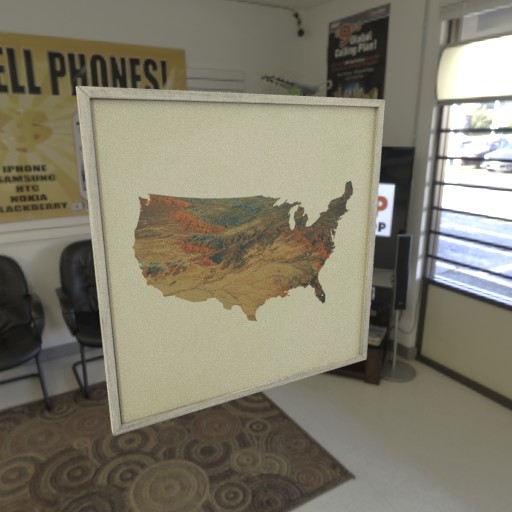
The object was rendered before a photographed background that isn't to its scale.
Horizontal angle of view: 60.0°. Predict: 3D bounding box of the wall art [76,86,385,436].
[{"bbox_3d":[0.000,0.000,0.738,0.508,0.507,0.016,-8,18,-27],"label":"wall art"}]
